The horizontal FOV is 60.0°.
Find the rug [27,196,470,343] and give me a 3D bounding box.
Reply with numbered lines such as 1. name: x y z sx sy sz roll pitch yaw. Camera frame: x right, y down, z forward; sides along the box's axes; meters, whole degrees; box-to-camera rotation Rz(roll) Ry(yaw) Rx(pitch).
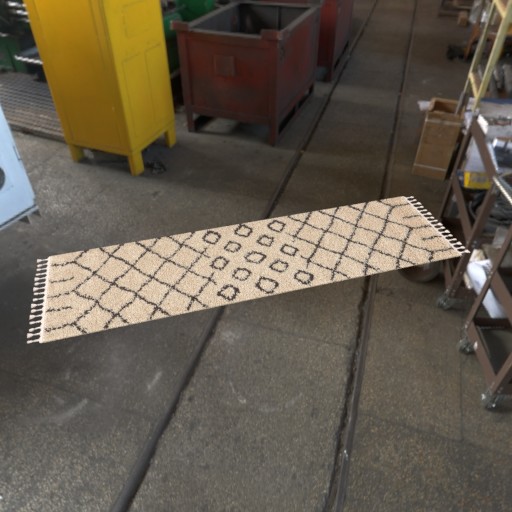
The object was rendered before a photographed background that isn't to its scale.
1. rug: 0.000 0.000 2.603 2.464 0.005 0.660 -11 42 -12
